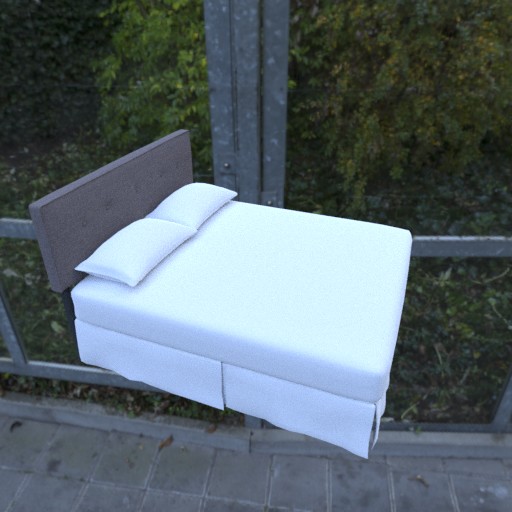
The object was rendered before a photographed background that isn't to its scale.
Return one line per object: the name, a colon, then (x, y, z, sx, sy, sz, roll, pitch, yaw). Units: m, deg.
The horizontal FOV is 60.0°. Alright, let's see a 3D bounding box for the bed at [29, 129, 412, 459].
bed: (0.000, 0.000, 2.862, 1.894, 1.089, 1.610, 11, 33, 18)
